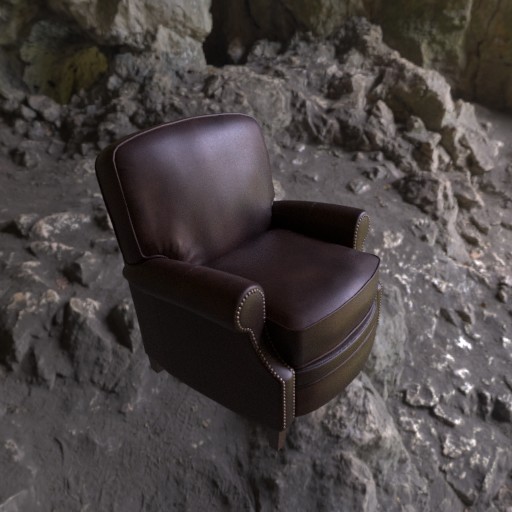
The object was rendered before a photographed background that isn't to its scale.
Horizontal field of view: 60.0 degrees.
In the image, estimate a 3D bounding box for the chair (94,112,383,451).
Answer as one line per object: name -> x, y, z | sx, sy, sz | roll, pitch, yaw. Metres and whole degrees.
chair -> 0.000, 0.000, 1.788 | 0.986, 1.018, 0.936 | 19, 33, 33
